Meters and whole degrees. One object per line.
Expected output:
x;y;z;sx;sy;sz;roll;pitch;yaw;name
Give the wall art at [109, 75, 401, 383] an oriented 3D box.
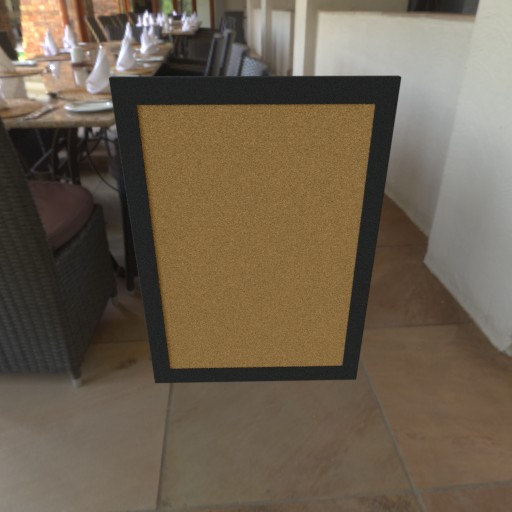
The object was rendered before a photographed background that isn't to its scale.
0.000;0.000;0.699;0.374;0.529;0.012;-1;29;-1;wall art
